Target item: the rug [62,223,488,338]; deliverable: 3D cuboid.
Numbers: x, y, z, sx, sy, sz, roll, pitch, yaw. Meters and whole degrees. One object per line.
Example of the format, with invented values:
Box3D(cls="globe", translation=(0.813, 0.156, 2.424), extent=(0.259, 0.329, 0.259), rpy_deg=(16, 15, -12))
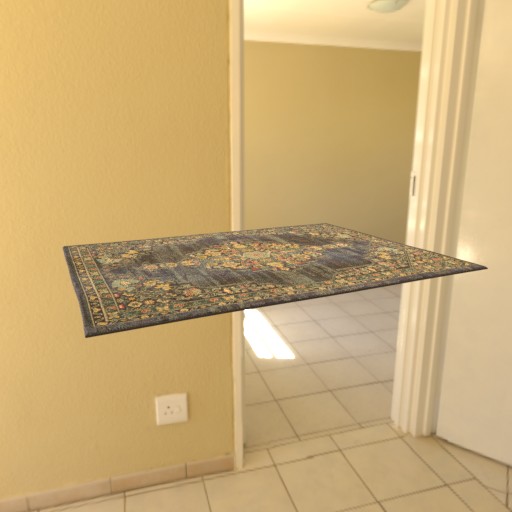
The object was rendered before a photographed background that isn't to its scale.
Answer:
Box3D(cls="rug", translation=(0.000, 0.000, 4.640), extent=(3.612, 0.035, 2.716), rpy_deg=(-7, 15, -25))
